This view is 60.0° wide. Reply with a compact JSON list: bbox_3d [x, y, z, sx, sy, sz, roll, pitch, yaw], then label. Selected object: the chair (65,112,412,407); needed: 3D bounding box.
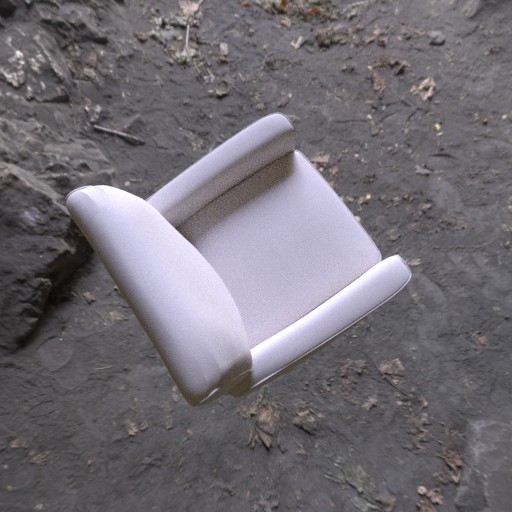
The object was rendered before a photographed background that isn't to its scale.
[{"bbox_3d":[0.000,0.000,1.672,0.858,1.028,0.841,-34,78,-8],"label":"chair"}]
